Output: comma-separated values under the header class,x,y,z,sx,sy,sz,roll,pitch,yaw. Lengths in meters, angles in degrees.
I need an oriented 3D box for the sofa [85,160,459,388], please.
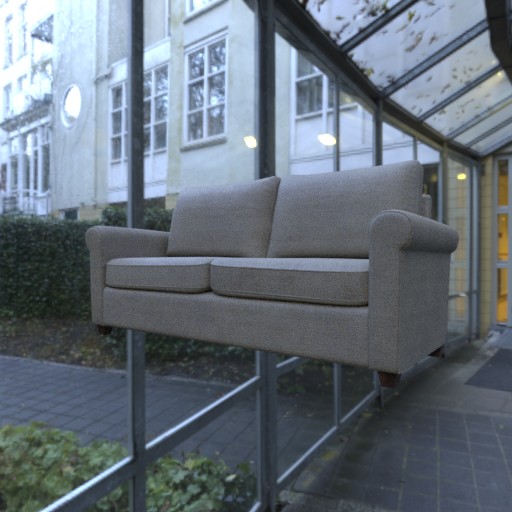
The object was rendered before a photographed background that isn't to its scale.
class,x,y,z,sx,sy,sz,roll,pitch,yaw
sofa,0.000,0.000,2.422,1.935,0.942,0.842,0,1,36
